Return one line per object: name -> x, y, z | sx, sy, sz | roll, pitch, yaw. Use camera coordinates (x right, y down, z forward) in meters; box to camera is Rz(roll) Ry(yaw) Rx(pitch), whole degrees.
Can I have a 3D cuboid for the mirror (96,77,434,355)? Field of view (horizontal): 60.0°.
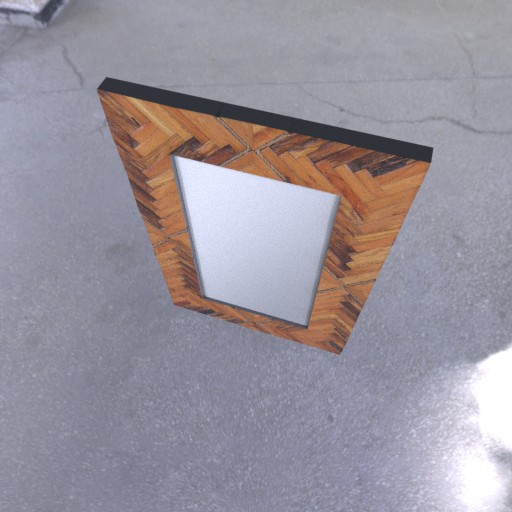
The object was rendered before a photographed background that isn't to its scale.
mirror -> 0.000, 0.000, 1.162 | 0.606, 0.912, 0.044 | 15, 59, 9
